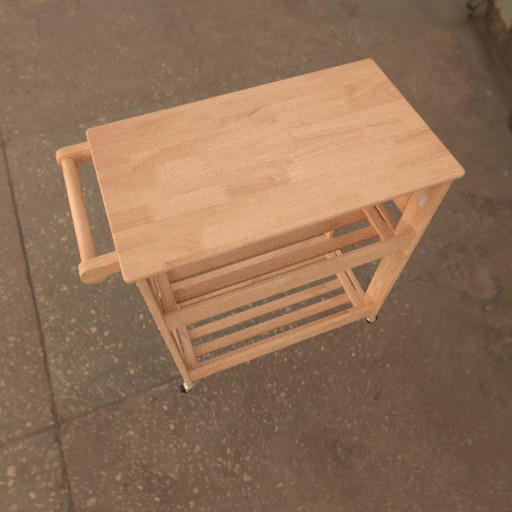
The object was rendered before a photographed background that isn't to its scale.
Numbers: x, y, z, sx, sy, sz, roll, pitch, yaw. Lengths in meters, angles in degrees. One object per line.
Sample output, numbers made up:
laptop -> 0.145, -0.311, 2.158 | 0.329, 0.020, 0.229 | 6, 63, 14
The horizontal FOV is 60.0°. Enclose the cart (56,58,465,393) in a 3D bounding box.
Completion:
cart -> 0.000, 0.000, 1.364 | 0.853, 0.879, 0.432 | -18, 60, -11
